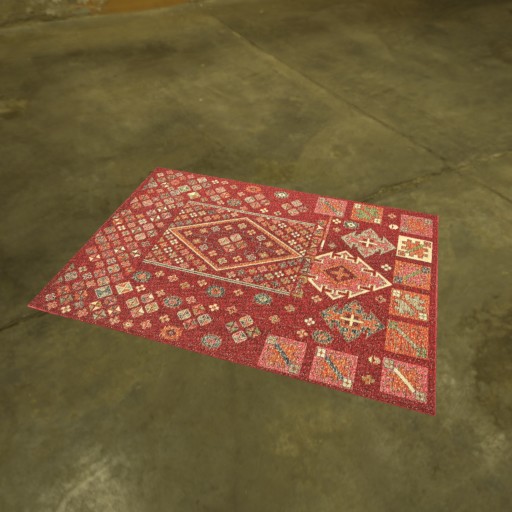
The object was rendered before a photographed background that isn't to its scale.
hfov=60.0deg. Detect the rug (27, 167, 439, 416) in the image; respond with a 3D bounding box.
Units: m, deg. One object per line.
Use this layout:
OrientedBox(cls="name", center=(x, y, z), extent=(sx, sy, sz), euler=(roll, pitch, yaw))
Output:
OrientedBox(cls="rug", center=(0.000, 0.000, 2.791), extent=(2.184, 0.007, 1.579), euler=(12, 43, 13))
